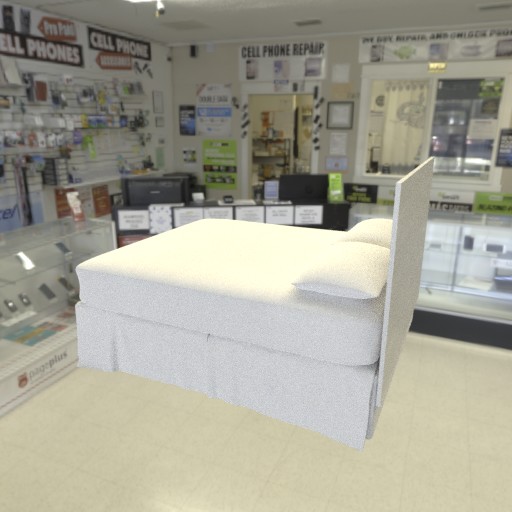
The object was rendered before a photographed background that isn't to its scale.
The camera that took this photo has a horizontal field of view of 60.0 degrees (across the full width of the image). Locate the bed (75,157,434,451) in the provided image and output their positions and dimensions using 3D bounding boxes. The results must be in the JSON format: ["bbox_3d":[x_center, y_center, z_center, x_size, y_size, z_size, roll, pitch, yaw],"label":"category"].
[{"bbox_3d":[0.000,0.000,3.153,2.094,1.335,1.745,8,19,25],"label":"bed"}]
